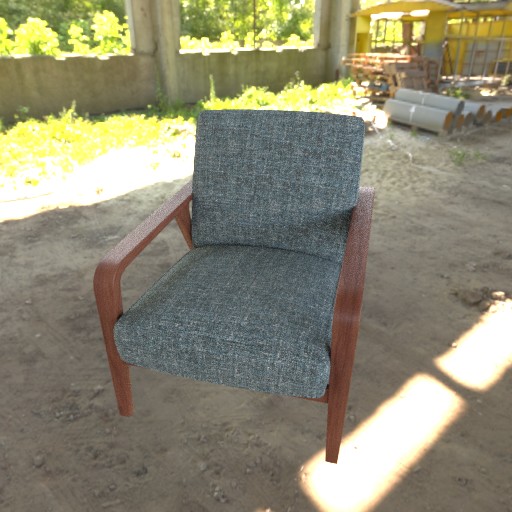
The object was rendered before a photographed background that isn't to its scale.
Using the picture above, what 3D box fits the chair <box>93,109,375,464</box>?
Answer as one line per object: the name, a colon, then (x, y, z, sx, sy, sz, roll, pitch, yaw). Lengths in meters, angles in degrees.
chair: (0.000, 0.000, 1.485, 0.719, 0.864, 0.889, 7, 27, 14)
